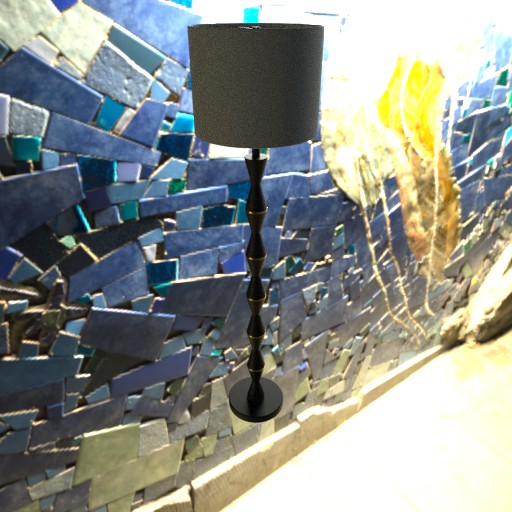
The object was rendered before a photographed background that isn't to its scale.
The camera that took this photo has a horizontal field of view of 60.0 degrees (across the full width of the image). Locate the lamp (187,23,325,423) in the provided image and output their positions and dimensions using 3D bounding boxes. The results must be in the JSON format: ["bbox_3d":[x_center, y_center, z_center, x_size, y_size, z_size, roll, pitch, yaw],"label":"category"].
[{"bbox_3d":[0.000,0.000,1.601,0.381,1.480,0.381,-11,32,-19],"label":"lamp"}]
